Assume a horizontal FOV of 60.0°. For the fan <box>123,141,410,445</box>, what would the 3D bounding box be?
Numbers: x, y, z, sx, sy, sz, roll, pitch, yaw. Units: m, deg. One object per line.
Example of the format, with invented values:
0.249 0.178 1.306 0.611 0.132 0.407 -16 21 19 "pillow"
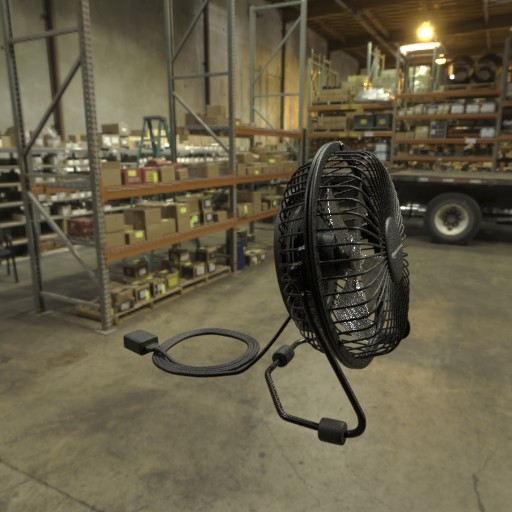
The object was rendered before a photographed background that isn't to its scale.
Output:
0.000 0.000 0.305 0.202 0.152 0.153 7 15 27 "fan"
